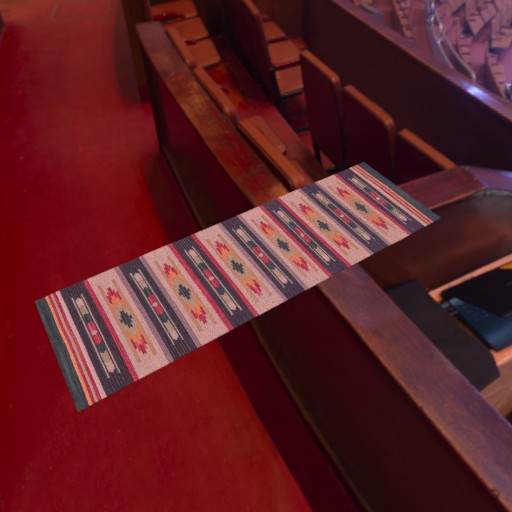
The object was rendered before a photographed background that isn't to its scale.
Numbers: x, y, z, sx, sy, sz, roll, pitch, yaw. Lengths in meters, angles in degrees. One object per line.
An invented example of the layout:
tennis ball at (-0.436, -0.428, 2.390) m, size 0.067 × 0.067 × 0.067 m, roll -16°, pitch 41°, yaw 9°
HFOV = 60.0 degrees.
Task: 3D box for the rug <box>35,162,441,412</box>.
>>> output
rug at (0.000, 0.000, 2.700) m, size 2.440 × 0.009 × 0.760 m, roll -25°, pitch 52°, yaw -22°
